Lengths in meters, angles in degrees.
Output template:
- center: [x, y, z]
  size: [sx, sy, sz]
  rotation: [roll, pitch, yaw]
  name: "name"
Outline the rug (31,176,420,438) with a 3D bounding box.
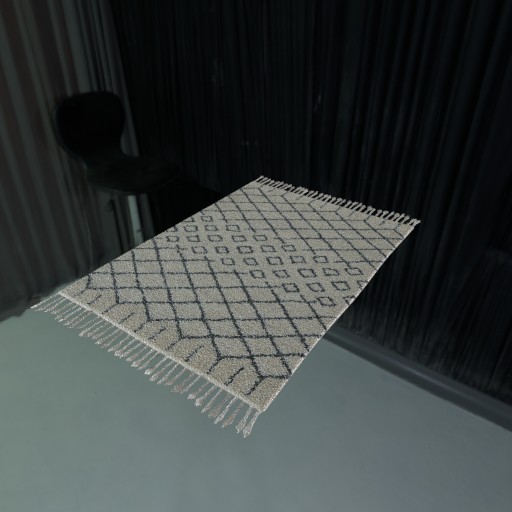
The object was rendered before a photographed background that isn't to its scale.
- center: [0.000, 0.000, 3.293]
  size: [1.664, 0.029, 2.615]
  rotation: [21, 38, 29]
  name: "rug"
